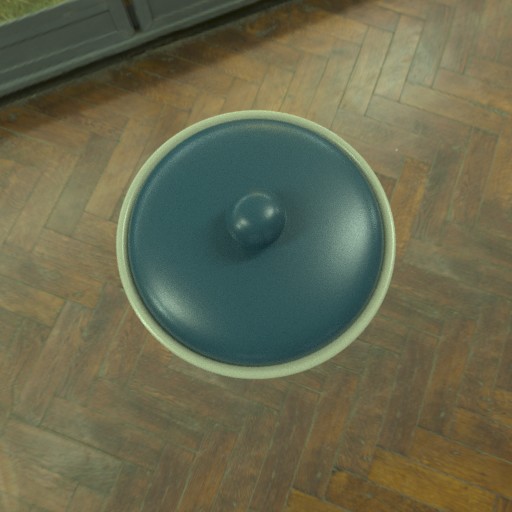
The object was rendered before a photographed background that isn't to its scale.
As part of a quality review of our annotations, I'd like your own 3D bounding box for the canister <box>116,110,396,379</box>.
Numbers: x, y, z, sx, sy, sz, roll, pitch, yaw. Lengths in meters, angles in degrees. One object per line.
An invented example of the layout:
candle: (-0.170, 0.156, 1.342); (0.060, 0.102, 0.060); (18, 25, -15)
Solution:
canister: (0.000, 0.000, 0.344); (0.181, 0.211, 0.181); (0, 76, 0)
